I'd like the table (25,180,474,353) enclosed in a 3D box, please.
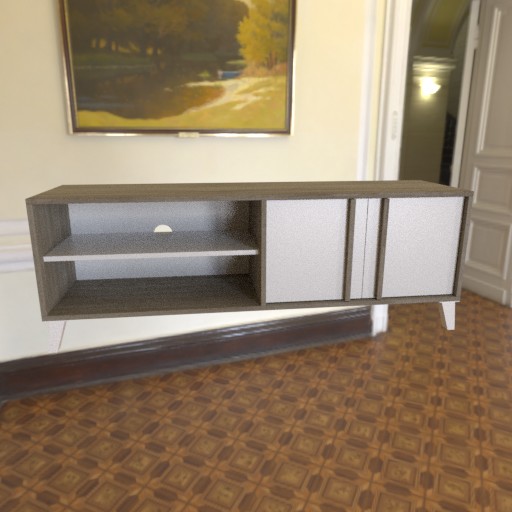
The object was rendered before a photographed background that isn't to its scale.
[{"bbox_3d":[0.000,0.000,1.732,1.500,0.530,0.400,-2,16,-7],"label":"table"}]
